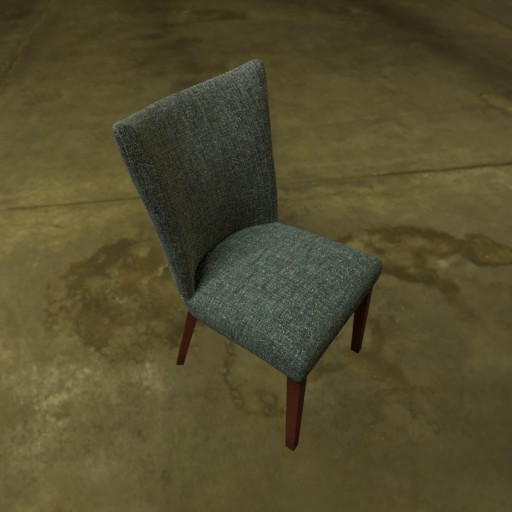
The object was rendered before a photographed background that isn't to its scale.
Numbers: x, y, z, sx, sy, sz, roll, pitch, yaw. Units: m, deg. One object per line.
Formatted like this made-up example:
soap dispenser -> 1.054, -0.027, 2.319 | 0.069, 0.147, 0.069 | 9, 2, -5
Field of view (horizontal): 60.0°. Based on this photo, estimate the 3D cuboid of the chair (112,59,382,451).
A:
chair -> 0.000, 0.000, 1.310 | 0.623, 0.924, 0.535 | 25, 47, 26
